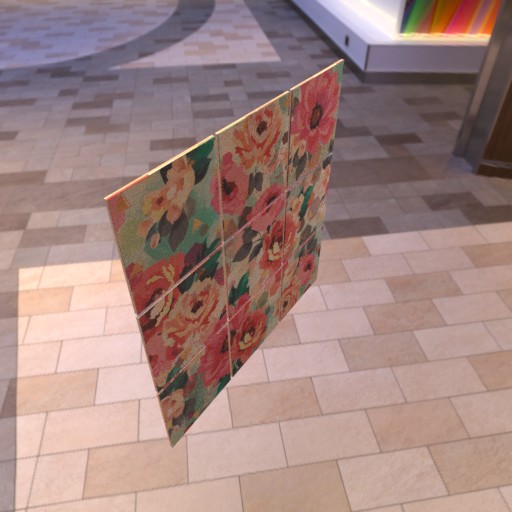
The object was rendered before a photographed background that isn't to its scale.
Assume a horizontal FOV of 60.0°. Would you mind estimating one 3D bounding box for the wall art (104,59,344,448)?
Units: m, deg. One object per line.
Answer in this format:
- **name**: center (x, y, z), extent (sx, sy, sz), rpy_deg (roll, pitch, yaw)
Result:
- **wall art**: center (0.000, 0.000, 1.800), extent (0.013, 1.220, 1.216), rpy_deg (25, 47, 26)
